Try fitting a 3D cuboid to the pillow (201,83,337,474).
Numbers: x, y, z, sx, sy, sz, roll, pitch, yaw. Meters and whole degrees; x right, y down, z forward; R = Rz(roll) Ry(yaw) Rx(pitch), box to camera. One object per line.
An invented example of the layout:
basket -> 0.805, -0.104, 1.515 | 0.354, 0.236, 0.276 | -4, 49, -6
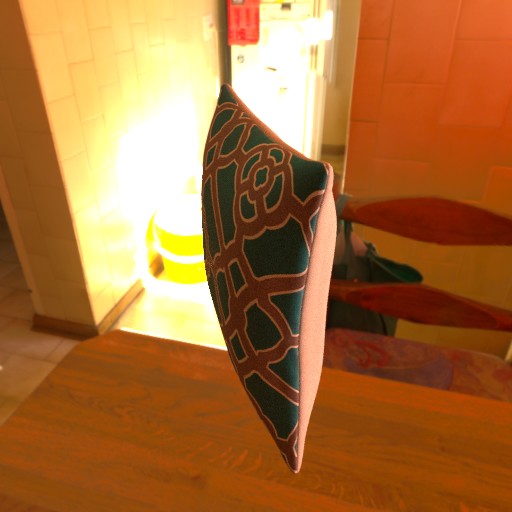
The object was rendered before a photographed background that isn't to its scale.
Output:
pillow -> 0.000, 0.000, 0.793 | 0.166, 0.507, 0.526 | -8, 31, -13
